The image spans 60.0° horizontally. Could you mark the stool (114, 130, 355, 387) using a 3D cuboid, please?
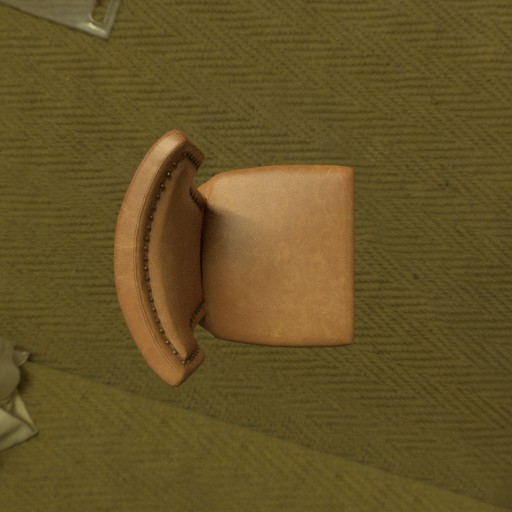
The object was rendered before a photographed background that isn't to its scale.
[{"bbox_3d":[0.000,0.000,1.401,0.563,1.092,0.526,0,91,0],"label":"stool"}]
